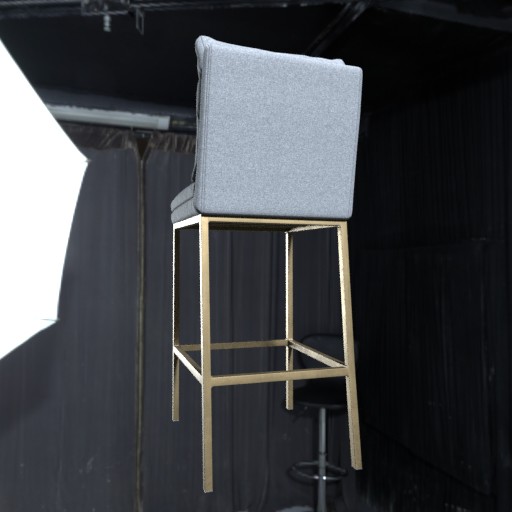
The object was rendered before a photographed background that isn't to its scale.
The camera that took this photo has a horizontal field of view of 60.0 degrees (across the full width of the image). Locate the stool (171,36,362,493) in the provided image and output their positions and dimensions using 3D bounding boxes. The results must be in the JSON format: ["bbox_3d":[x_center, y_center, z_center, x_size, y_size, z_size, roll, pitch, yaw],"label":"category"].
[{"bbox_3d":[0.000,0.000,1.373,0.463,1.130,0.569,1,-2,-17],"label":"stool"}]
